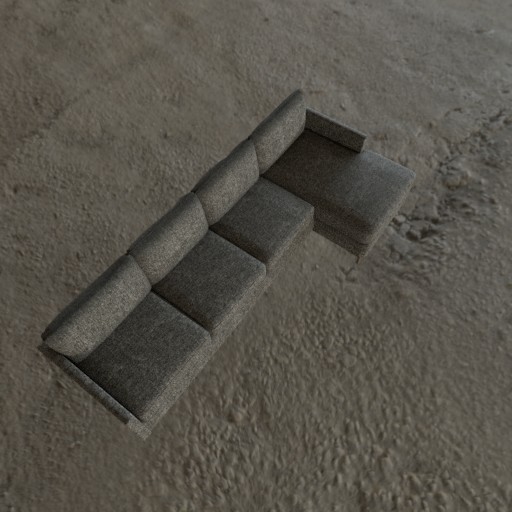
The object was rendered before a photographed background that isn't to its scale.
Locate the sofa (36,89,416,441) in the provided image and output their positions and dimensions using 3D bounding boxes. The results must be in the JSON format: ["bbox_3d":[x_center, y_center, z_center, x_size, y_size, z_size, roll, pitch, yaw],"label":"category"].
[{"bbox_3d":[0.000,0.000,3.898,1.488,0.970,3.384,32,63,18],"label":"sofa"}]
